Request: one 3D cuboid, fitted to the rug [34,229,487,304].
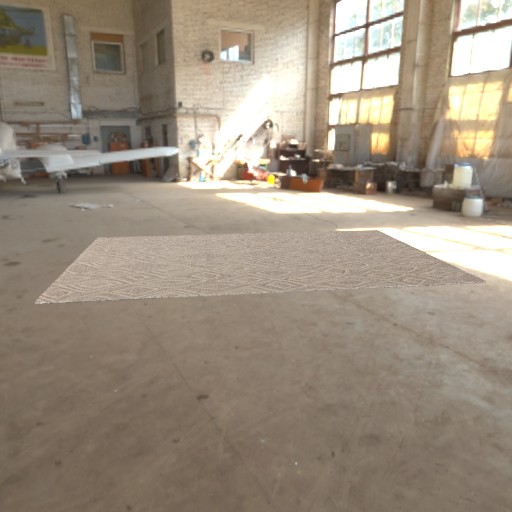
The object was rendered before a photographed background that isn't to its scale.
[{"bbox_3d":[0.000,0.000,3.084,2.442,0.010,1.546,-2,15,-8],"label":"rug"}]
